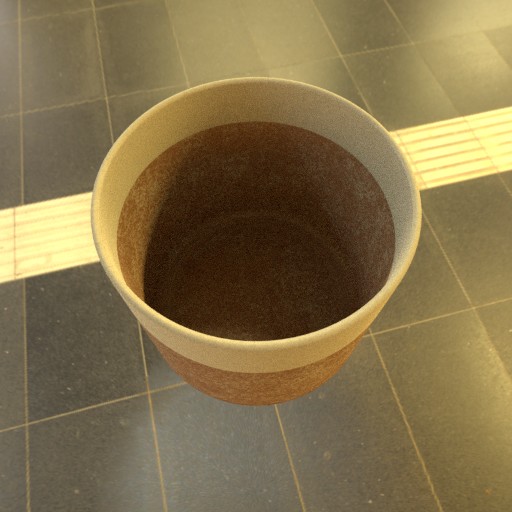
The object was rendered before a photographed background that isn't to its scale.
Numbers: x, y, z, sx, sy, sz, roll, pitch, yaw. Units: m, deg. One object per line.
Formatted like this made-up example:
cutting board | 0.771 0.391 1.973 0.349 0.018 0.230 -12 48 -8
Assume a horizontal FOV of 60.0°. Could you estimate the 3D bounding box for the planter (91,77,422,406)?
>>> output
planter | 0.000 0.000 0.274 0.159 0.138 0.159 0 62 0
